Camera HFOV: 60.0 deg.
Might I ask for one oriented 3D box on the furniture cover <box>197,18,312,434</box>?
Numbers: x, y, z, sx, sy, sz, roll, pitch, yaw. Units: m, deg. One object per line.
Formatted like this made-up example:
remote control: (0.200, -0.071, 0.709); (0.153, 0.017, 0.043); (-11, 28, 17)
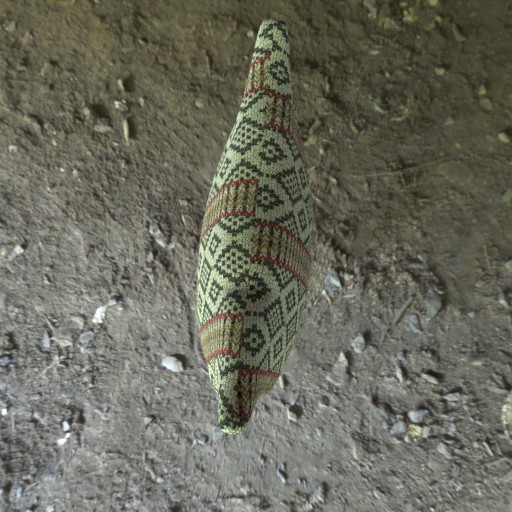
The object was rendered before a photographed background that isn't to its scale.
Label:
furniture cover: (0.000, 0.000, 0.746); (0.182, 0.506, 0.503); (5, 75, 1)
